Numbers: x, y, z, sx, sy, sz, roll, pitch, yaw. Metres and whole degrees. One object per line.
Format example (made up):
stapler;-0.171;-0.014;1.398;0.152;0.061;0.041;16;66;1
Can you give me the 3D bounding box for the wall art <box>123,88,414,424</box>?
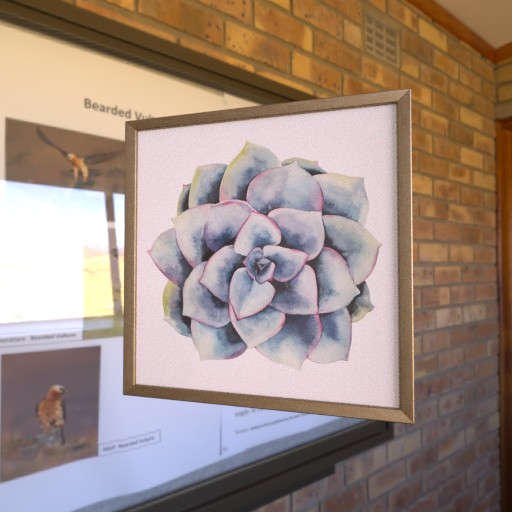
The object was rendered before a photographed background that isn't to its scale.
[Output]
wall art;0.000;0.000;0.756;0.503;0.506;0.030;-1;-2;18
